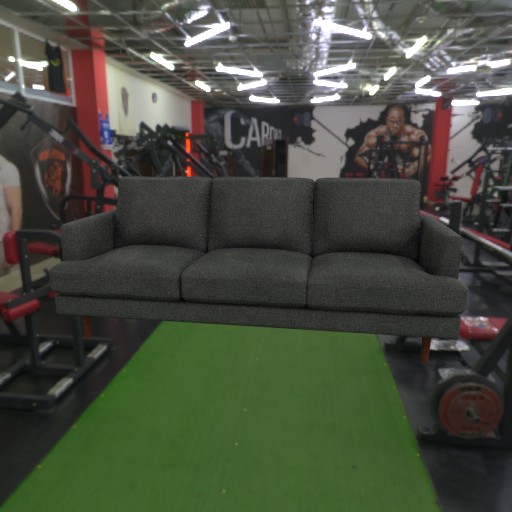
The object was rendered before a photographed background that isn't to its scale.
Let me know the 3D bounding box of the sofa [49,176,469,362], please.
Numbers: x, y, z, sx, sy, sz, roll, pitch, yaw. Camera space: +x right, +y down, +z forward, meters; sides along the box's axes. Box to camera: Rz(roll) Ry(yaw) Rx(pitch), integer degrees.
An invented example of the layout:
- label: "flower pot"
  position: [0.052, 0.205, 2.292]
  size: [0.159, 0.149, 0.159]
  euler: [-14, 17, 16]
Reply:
- label: "sofa"
  position: [0.000, 0.000, 2.729]
  size: [2.246, 0.930, 0.903]
  euler: [2, 14, 9]
